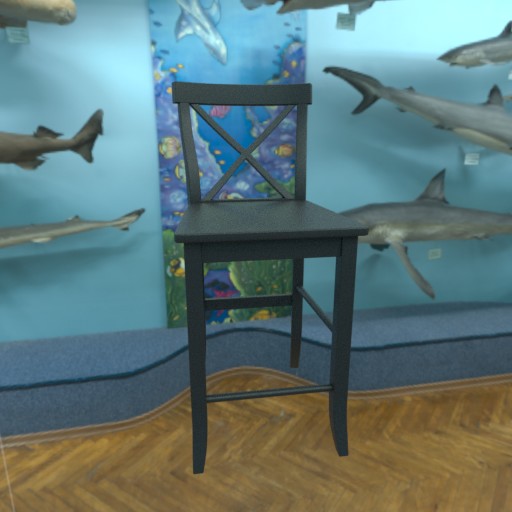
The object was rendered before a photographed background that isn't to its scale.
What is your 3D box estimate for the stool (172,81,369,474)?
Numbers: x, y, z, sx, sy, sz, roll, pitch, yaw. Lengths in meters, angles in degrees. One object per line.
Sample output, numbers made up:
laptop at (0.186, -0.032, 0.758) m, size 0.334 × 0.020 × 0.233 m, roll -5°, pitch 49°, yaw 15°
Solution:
stool at (0.000, 0.000, 1.296) m, size 0.452 × 0.989 × 0.559 m, roll -3°, pitch 17°, yaw -9°
